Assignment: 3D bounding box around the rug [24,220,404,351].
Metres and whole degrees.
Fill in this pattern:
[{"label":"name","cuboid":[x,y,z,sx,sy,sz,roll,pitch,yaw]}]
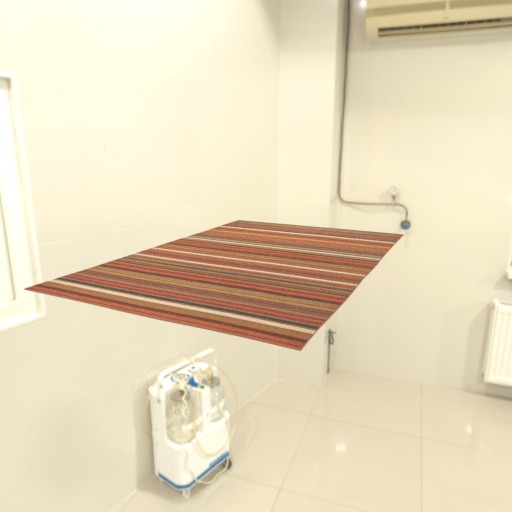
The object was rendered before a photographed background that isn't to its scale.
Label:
[{"label":"rug","cuboid":[0.000,0.000,2.340,1.217,0.007,1.828,7,16,26]}]
